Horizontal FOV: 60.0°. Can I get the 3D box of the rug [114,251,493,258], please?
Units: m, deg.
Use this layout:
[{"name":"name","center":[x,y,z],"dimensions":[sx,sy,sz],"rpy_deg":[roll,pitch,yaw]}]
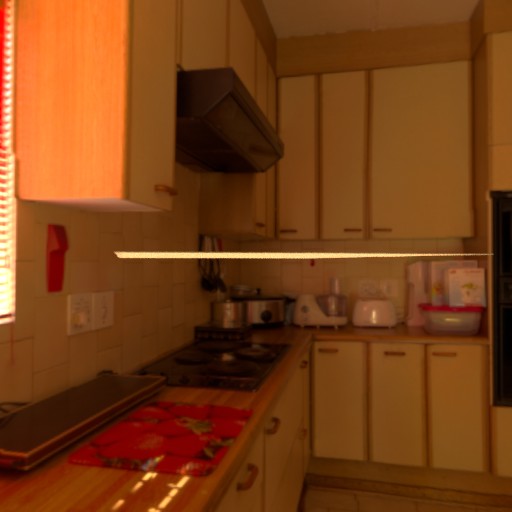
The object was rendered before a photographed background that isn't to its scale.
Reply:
[{"name":"rug","center":[0.000,0.000,4.059],"dimensions":[2.438,0.013,3.048],"rpy_deg":[0,-1,-17]}]
